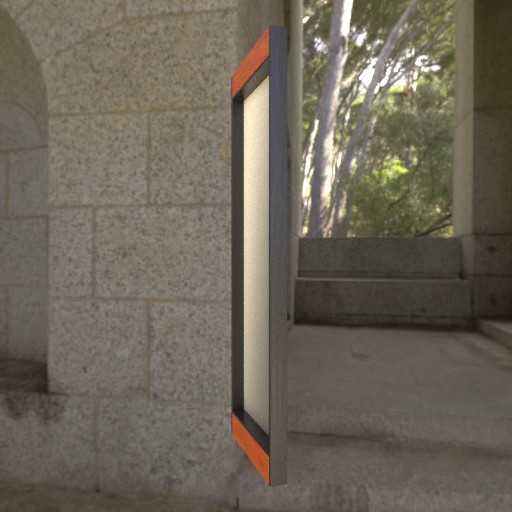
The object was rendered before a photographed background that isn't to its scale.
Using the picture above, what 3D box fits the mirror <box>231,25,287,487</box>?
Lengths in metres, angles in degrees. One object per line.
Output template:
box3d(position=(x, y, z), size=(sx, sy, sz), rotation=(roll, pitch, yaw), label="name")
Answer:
box3d(position=(0.000, 0.000, 1.244), size=(0.047, 1.123, 0.343), rotation=(0, 0, -19), label="mirror")
